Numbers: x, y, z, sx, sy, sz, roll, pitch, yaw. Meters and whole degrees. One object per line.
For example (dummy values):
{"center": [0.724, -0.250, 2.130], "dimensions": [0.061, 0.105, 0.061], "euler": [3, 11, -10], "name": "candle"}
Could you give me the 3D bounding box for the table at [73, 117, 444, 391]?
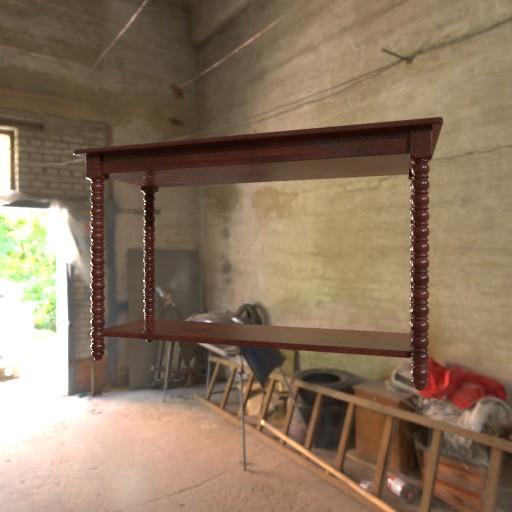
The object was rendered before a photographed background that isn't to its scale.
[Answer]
{"center": [0.000, 0.000, 1.561], "dimensions": [1.184, 0.740, 0.459], "euler": [0, 1, 18], "name": "table"}
